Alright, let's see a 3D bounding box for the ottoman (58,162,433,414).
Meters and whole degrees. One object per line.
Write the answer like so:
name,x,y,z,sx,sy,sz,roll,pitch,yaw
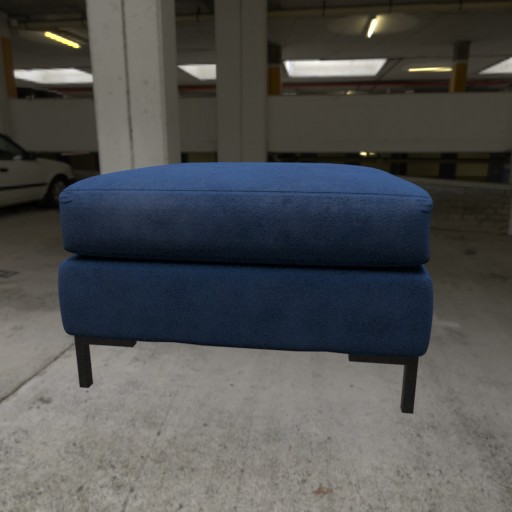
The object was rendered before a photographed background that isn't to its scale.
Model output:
ottoman,0.000,0.000,1.192,0.794,0.485,0.655,2,14,8
